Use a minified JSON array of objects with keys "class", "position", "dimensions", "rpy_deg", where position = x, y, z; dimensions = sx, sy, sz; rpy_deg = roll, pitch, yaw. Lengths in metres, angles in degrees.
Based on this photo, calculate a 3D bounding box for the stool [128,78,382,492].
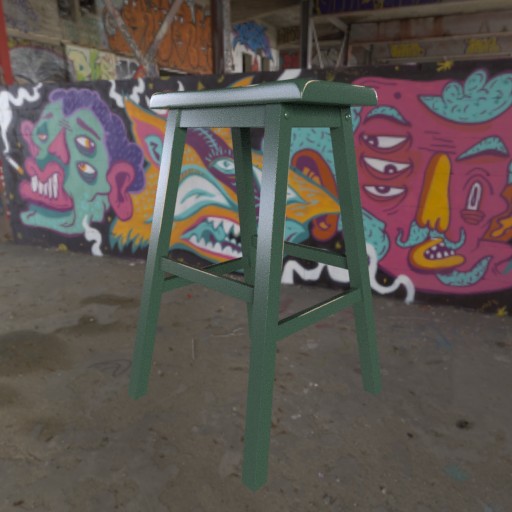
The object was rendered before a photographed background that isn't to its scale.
[{"class":"stool","position":[0.000,0.000,1.047],"dimensions":[0.457,0.737,0.476],"rpy_deg":[15,22,42]}]
